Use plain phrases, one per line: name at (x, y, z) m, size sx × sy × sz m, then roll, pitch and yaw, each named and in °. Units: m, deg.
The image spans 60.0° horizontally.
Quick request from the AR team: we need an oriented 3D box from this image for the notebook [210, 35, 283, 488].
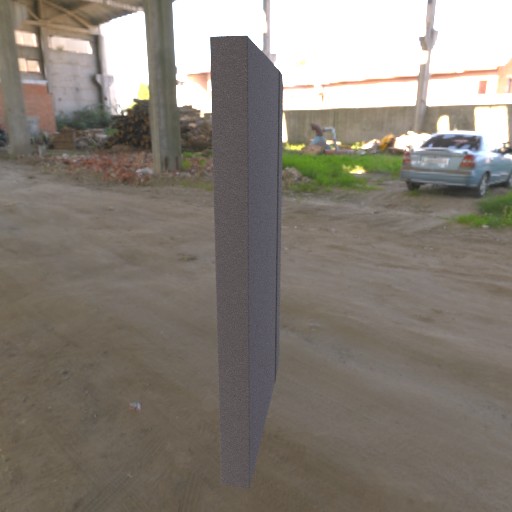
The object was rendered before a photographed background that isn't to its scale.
notebook at (0.000, 0.000, 0.260) m, size 0.016 × 0.213 × 0.127 m, roll 3°, pitch 16°, yaw 9°
